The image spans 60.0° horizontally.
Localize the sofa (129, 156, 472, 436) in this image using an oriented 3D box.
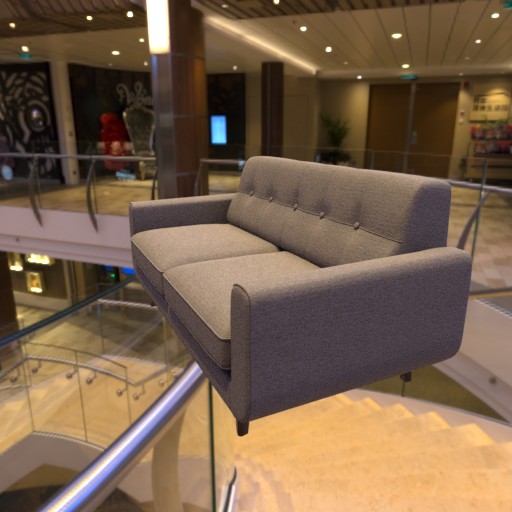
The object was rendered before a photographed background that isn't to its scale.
[{"bbox_3d":[0.000,0.000,2.091,0.909,0.841,1.631,-8,18,-25],"label":"sofa"}]
